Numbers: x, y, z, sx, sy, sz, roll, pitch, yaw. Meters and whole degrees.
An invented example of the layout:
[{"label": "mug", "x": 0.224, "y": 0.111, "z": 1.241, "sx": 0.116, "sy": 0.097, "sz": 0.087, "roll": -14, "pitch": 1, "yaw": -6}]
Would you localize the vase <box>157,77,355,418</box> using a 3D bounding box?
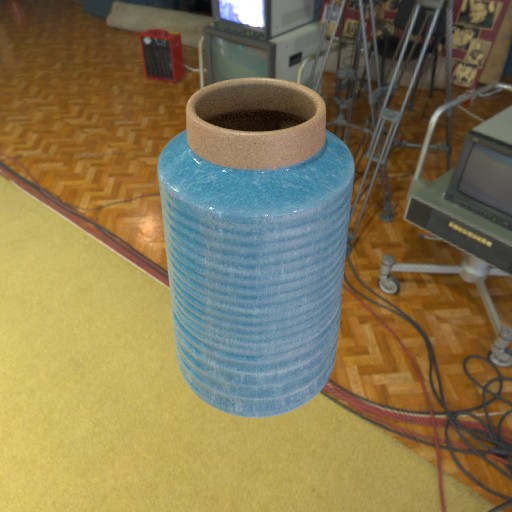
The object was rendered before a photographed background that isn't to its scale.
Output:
[{"label": "vase", "x": 0.000, "y": 0.000, "z": 0.376, "sx": 0.163, "sy": 0.267, "sz": 0.163, "roll": 0, "pitch": 42, "yaw": 0}]
